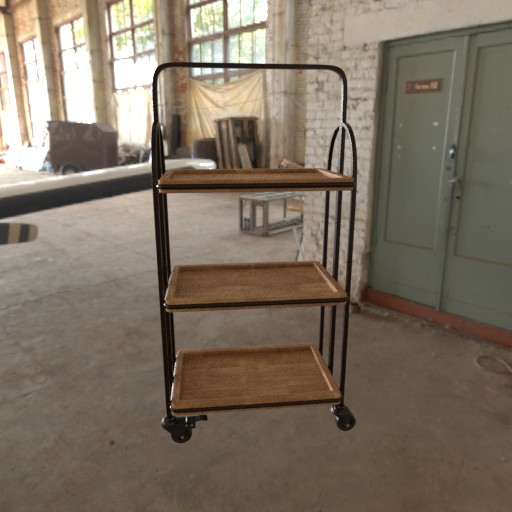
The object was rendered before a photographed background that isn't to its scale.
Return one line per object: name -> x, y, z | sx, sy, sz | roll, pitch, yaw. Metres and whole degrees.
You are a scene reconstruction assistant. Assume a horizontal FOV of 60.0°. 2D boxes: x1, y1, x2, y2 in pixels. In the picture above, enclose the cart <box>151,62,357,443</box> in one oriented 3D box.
cart -> 0.000, 0.000, 1.246 | 0.553, 1.001, 0.327 | -2, 16, -6
